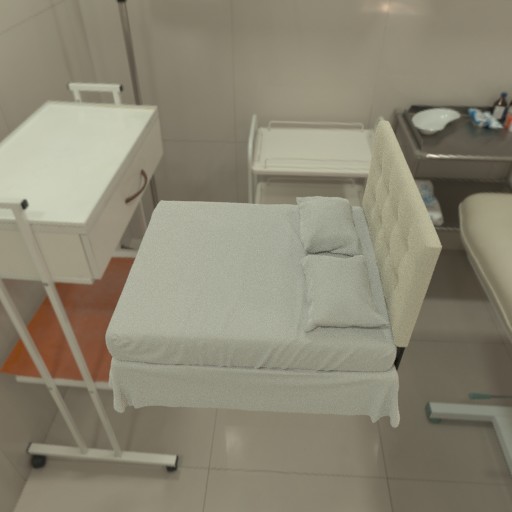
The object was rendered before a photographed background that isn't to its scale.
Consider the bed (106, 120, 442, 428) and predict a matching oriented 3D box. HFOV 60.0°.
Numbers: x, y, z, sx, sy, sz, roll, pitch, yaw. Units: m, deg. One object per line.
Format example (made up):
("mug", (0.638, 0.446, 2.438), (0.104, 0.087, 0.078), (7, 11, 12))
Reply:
("bed", (0.000, 0.000, 3.474), (2.222, 1.577, 1.936), (2, 40, 2))
